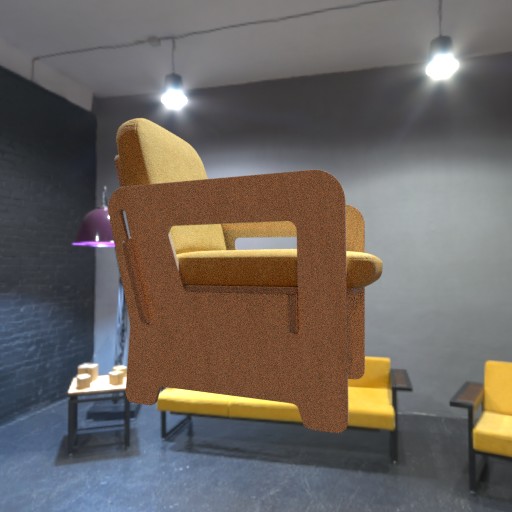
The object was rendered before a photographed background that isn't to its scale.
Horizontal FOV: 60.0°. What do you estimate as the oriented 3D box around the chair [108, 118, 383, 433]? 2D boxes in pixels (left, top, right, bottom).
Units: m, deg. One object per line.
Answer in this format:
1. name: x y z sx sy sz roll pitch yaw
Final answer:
1. chair: 0.000 0.000 1.313 0.710 0.800 0.590 0 -1 18
